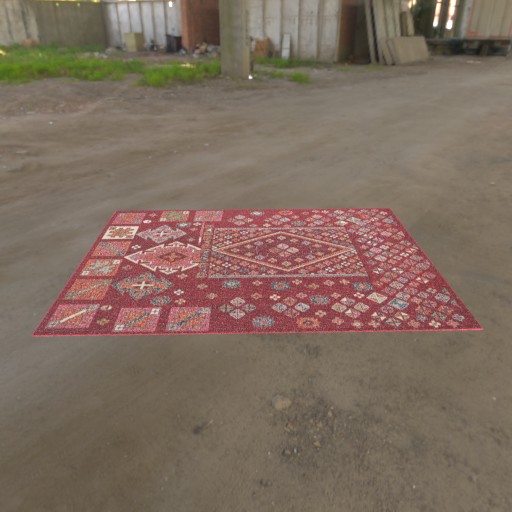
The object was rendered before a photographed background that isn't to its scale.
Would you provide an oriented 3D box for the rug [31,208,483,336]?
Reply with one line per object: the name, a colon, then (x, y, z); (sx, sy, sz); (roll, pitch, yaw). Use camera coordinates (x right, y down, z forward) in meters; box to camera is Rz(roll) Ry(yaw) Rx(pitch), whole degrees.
rug: (0.000, 0.000, 4.289); (3.306, 0.011, 2.389); (-1, 28, -1)
